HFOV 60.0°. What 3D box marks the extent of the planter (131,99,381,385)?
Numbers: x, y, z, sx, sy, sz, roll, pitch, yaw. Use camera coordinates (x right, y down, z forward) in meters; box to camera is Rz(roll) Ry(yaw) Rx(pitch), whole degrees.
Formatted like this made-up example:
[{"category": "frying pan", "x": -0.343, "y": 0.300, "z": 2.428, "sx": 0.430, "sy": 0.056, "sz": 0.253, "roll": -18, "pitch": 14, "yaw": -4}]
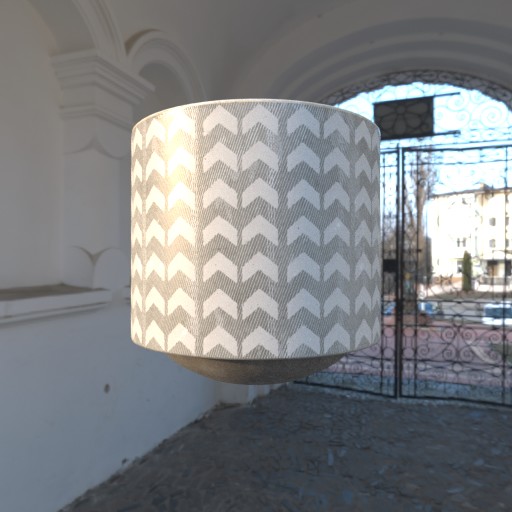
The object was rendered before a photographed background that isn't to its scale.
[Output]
[{"category": "planter", "x": 0.000, "y": 0.000, "z": 0.351, "sx": 0.190, "sy": 0.181, "sz": 0.190, "roll": 0, "pitch": 0, "yaw": 0}]
